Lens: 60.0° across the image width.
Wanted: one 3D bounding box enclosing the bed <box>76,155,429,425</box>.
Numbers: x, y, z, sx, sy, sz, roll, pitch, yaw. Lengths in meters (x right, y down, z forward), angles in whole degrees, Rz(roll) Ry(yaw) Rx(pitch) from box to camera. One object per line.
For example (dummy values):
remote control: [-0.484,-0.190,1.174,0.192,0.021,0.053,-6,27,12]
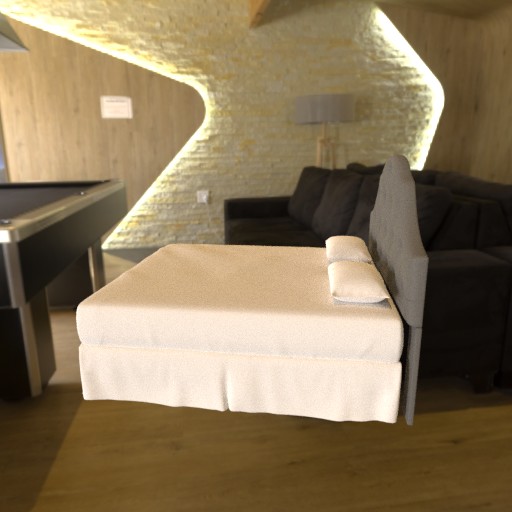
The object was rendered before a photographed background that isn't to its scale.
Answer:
bed: [0.000,0.000,3.625,2.214,1.615,2.008,2,14,7]
